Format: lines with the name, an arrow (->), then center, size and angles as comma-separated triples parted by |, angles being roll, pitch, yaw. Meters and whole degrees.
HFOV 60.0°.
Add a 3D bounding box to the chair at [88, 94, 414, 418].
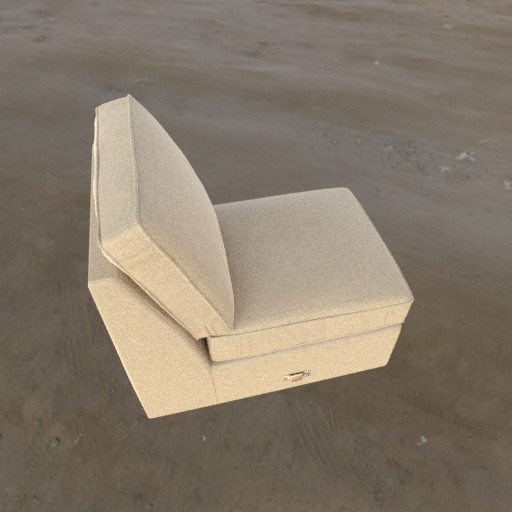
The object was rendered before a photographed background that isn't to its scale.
chair -> 0.000, 0.000, 1.524 | 0.938, 0.970, 0.621 | -10, 48, -9
